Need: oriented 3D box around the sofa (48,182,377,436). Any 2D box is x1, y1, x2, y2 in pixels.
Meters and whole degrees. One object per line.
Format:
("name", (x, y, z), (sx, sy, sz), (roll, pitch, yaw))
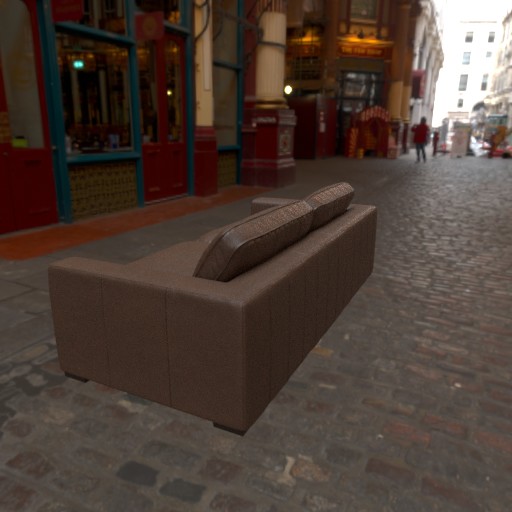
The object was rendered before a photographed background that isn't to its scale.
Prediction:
("sofa", (0.000, 0.000, 2.809), (1.070, 0.801, 2.262), (8, 18, 25))
